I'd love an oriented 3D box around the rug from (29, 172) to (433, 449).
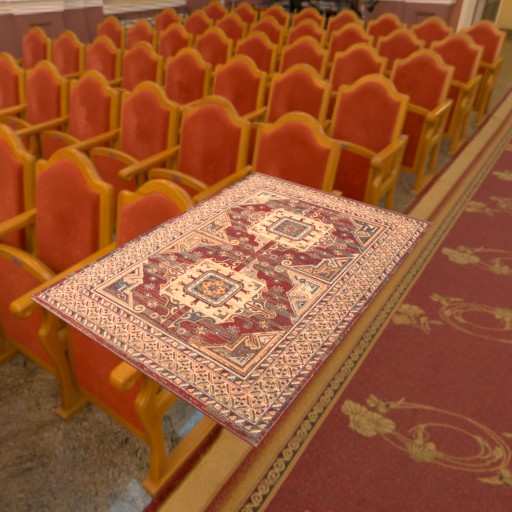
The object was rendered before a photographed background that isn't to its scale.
[{"bbox_3d":[0.000,0.000,2.881,1.599,0.011,2.210,22,40,29],"label":"rug"}]
